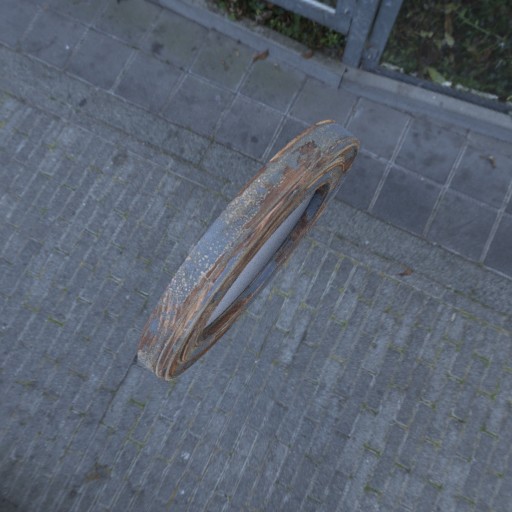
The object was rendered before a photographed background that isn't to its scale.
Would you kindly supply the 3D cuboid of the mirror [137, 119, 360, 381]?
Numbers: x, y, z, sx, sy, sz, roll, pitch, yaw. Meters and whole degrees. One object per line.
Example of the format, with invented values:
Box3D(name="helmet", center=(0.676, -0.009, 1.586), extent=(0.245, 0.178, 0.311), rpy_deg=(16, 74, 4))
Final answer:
Box3D(name="mirror", center=(0.000, 0.000, 0.884), extent=(0.061, 0.585, 0.585), rpy_deg=(39, 80, 9))
